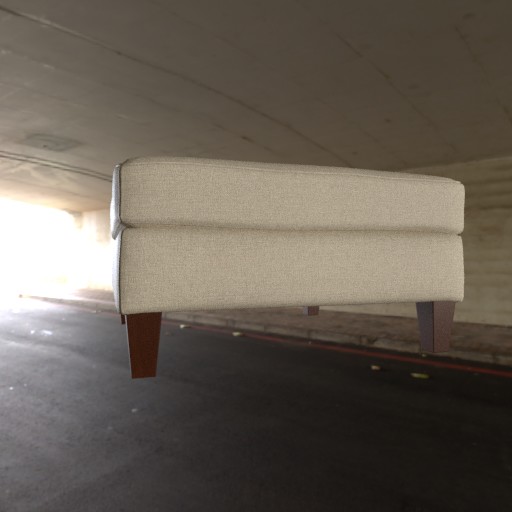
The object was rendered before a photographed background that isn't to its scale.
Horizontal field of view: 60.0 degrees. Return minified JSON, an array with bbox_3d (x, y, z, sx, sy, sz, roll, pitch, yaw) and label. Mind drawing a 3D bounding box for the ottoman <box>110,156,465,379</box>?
[{"bbox_3d":[0.000,0.000,1.348,0.838,0.478,0.838,0,0,-19],"label":"ottoman"}]
